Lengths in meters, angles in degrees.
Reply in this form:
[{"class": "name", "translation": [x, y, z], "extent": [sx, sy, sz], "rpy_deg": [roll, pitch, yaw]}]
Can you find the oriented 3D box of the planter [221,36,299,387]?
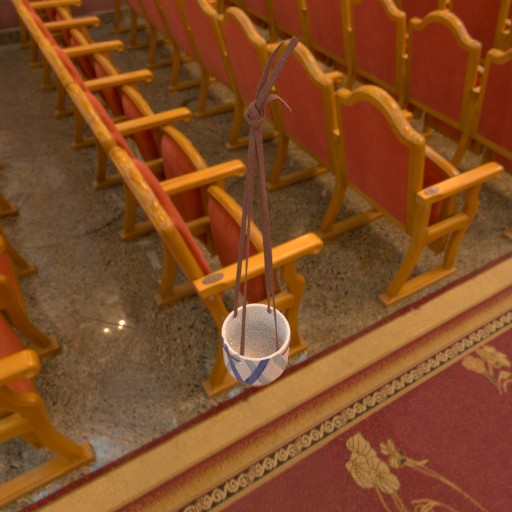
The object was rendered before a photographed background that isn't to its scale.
[{"class": "planter", "translation": [0.000, 0.000, 0.813], "extent": [0.157, 0.753, 0.153], "rpy_deg": [-22, 50, -20]}]
